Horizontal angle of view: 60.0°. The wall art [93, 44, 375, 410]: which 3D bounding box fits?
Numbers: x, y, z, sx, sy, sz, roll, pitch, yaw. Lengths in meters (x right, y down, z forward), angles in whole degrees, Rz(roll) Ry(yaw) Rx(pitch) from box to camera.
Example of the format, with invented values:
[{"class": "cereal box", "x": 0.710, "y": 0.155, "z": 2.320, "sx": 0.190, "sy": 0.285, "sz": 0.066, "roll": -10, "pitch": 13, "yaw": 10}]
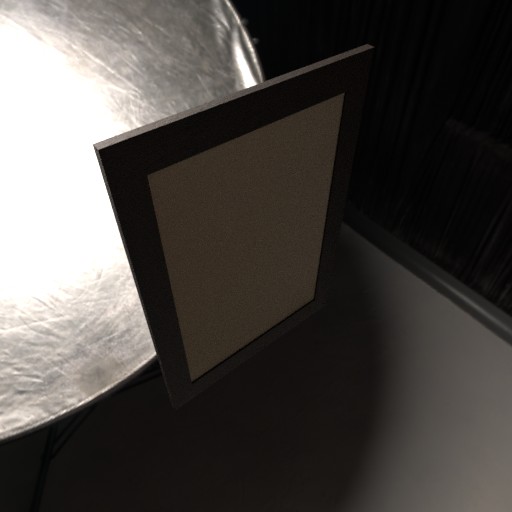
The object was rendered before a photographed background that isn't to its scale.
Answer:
[{"class": "wall art", "x": 0.000, "y": 0.000, "z": 0.646, "sx": 0.359, "sy": 0.508, "sz": 0.013, "roll": -30, "pitch": 53, "yaw": -26}]
